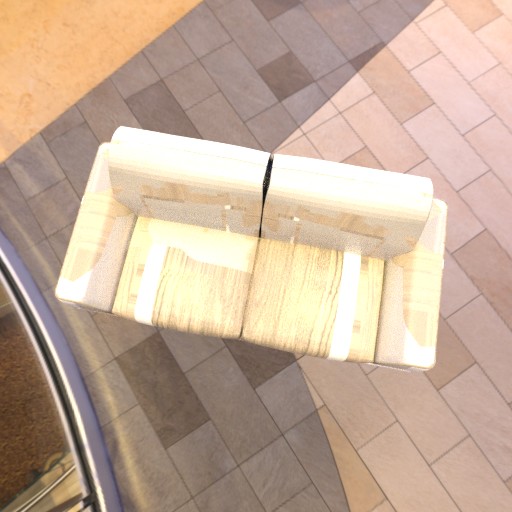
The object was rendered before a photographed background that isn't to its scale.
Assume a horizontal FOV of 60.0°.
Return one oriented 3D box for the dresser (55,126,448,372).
[{"bbox_3d":[0.000,0.000,5.826,4.679,1.863,2.251,10,76,3],"label":"dresser"}]
